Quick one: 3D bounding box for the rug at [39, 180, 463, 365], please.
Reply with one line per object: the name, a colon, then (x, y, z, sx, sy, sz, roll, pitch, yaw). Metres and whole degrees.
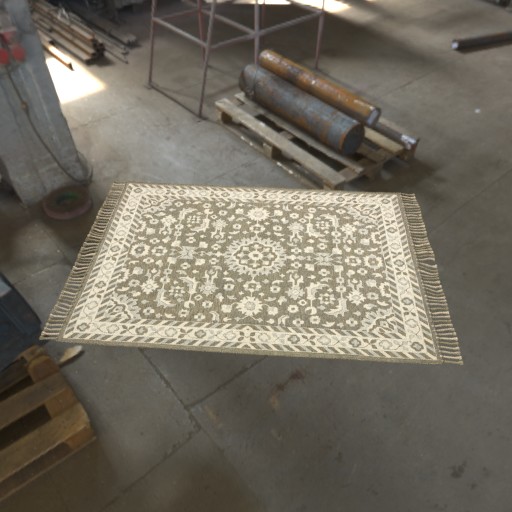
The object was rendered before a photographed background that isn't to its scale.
rug: (0.000, 0.000, 3.032, 2.431, 0.025, 1.530, 3, 46, 3)
